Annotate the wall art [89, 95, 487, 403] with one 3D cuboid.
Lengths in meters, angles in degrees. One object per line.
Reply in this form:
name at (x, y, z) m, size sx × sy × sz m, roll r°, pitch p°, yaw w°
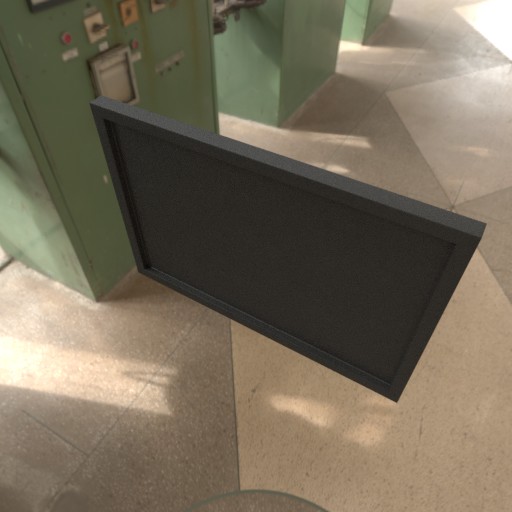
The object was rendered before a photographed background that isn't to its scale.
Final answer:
wall art at (0.000, 0.000, 0.556) m, size 0.443 × 0.301 × 0.021 m, roll 23°, pitch 51°, yaw 21°
